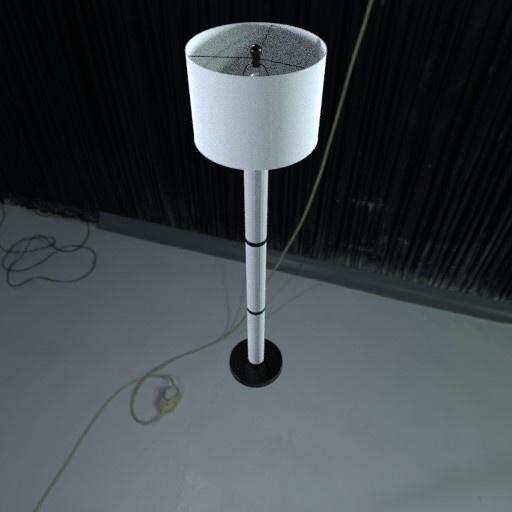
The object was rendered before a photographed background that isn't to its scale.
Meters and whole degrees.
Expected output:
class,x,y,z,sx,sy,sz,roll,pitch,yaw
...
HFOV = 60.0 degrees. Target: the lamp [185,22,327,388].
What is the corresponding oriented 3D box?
class,x,y,z,sx,sy,sz,roll,pitch,yaw
lamp,0.000,0.000,1.744,0.377,1.599,0.377,10,46,10
